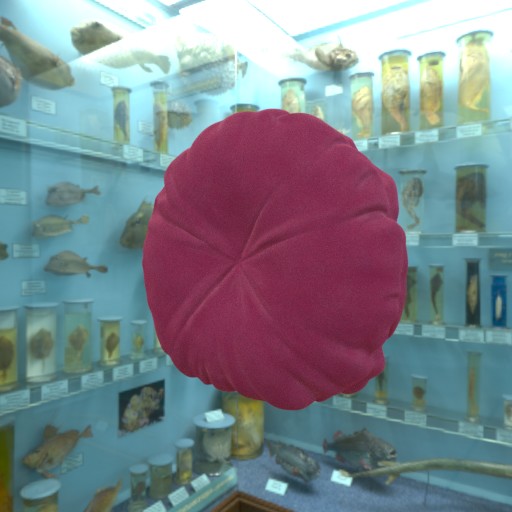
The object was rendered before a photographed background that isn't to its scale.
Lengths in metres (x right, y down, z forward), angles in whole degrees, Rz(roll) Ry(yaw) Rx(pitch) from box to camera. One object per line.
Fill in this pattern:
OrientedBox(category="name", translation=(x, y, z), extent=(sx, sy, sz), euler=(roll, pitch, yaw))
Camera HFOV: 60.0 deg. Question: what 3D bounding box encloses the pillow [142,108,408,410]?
OrientedBox(category="pillow", translation=(0.000, 0.000, 0.638), extent=(0.428, 0.407, 0.148), euler=(0, 1, 35))
